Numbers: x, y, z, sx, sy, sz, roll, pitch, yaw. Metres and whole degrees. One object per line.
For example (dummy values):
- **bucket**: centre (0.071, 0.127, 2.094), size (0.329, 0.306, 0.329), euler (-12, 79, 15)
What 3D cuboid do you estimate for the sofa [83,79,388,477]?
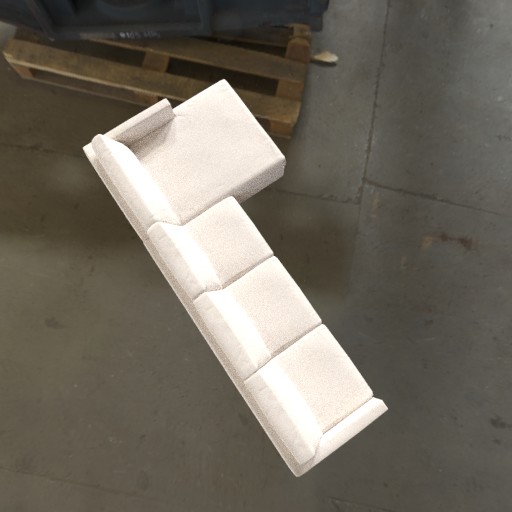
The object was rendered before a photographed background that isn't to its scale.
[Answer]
- **sofa**: centre (0.000, 0.000, 4.173), size (1.606, 0.954, 3.471), euler (-34, 79, -7)
